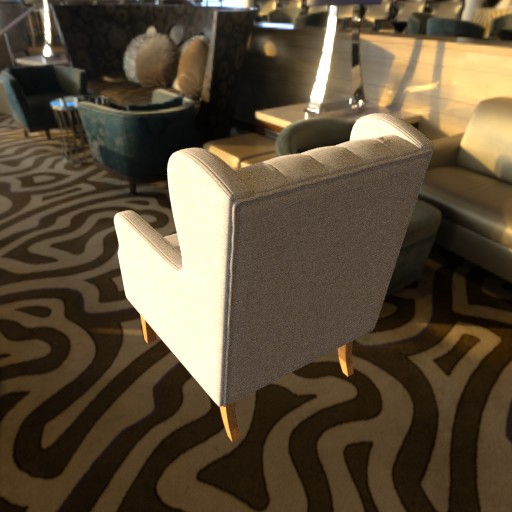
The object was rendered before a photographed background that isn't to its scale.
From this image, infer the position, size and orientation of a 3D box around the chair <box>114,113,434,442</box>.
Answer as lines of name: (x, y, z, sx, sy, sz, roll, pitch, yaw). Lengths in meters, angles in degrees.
chair: (0.000, 0.000, 1.483, 0.710, 0.930, 0.760, -19, 36, -28)
